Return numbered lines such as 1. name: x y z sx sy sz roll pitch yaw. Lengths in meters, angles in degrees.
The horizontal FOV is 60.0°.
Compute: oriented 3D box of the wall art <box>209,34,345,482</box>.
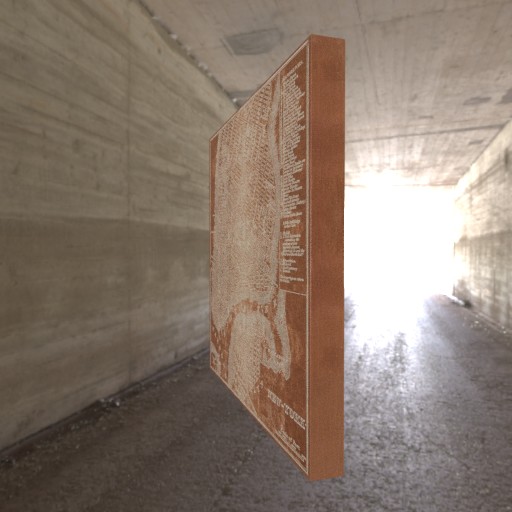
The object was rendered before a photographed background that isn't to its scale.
1. wall art: 0.000 0.000 0.593 0.035 0.403 0.403 0 1 -19
